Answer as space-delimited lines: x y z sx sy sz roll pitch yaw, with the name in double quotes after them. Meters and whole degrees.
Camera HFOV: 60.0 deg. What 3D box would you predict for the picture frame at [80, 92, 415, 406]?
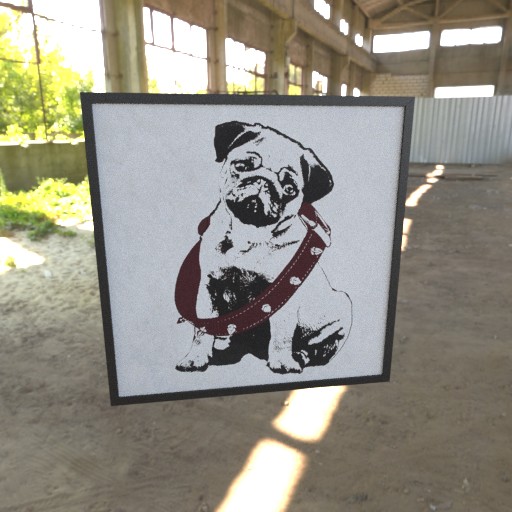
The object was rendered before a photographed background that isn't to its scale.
0.000 0.000 1.131 0.775 0.775 0.032 -2 15 -9 "picture frame"
